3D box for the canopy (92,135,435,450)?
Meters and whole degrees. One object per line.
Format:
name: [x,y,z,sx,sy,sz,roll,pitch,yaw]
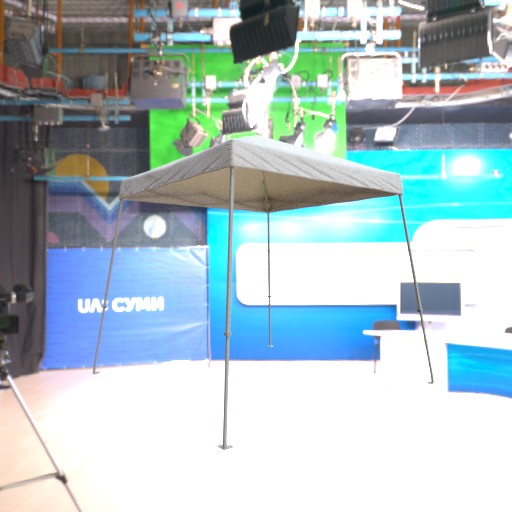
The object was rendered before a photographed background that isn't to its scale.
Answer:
canopy: [0.000,0.000,5.201,2.850,2.850,2.849,1,-1,-38]
